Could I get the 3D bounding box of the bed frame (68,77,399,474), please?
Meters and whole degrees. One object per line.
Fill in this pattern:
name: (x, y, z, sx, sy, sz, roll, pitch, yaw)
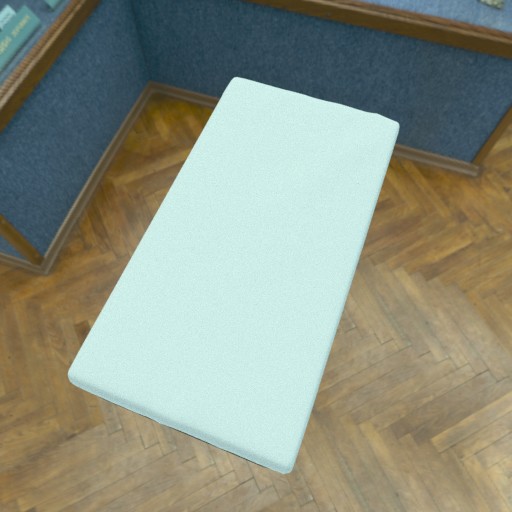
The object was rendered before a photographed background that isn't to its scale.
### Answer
bed frame: (0.000, 0.000, 2.400, 1.025, 0.640, 1.908, 19, 66, 9)
